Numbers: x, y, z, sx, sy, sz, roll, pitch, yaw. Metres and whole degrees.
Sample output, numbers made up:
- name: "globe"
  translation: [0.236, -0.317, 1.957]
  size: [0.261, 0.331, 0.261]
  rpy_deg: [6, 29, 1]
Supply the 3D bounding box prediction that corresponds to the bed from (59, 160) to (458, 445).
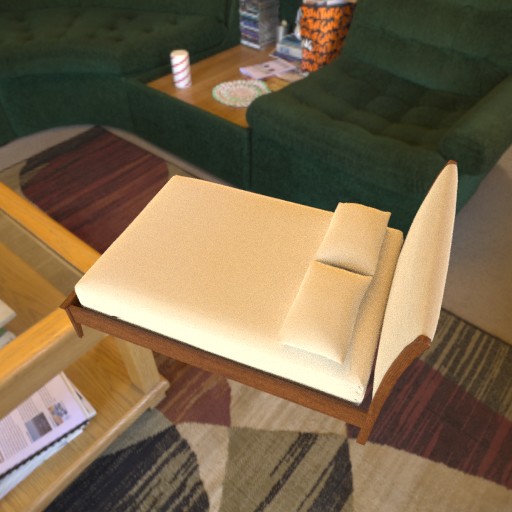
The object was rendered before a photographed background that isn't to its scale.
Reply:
- name: "bed"
  translation: [0.000, 0.000, 3.232]
  size: [2.380, 1.250, 1.612]
  rpy_deg: [16, 48, 15]
